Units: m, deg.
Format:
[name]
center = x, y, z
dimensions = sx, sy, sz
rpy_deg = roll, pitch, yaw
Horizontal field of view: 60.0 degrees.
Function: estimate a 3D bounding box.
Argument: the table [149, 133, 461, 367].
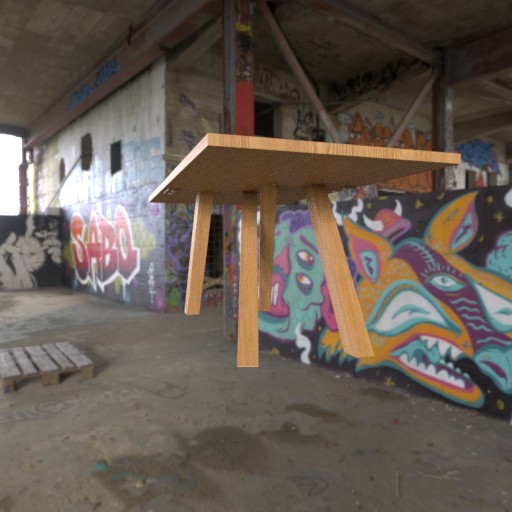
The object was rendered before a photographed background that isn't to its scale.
[table]
center = 0.000, 0.000, 2.261
dimensions = 0.901, 0.750, 1.797
rpy_deg = 0, 2, -19
